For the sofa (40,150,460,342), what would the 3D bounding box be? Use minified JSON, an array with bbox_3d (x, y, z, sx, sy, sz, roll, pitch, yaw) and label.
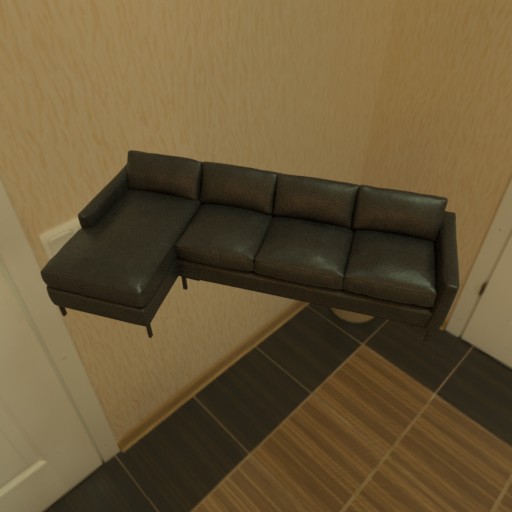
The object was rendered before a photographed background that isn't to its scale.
[{"bbox_3d":[0.000,0.000,3.557,2.993,0.859,1.471,11,43,12],"label":"sofa"}]
